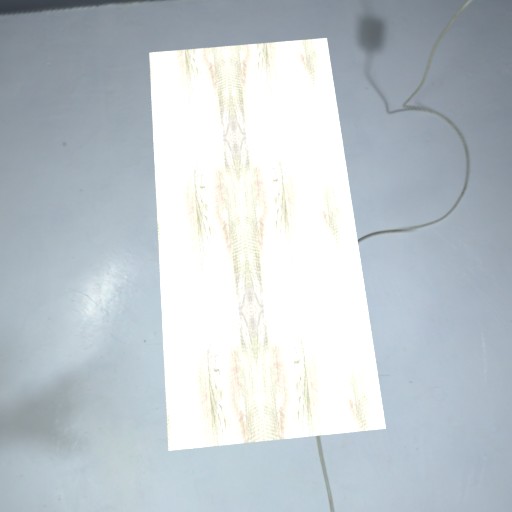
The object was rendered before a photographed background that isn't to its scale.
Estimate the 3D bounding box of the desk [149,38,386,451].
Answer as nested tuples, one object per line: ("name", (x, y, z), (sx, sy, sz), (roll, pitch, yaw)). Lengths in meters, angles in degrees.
("desk", (0.000, 0.000, 1.412), (0.491, 0.723, 0.979), (-5, 77, -1))
